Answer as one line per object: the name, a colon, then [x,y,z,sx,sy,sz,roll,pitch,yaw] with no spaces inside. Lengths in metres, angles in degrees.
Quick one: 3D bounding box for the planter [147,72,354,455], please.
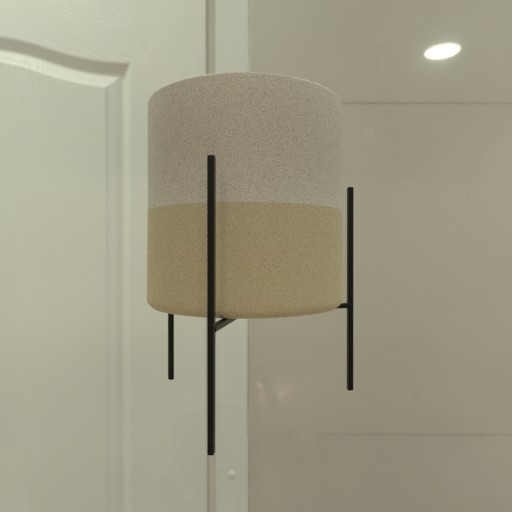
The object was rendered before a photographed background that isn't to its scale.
planter: [0.000,0.000,0.535,0.263,0.362,0.267,0,0,-1]
